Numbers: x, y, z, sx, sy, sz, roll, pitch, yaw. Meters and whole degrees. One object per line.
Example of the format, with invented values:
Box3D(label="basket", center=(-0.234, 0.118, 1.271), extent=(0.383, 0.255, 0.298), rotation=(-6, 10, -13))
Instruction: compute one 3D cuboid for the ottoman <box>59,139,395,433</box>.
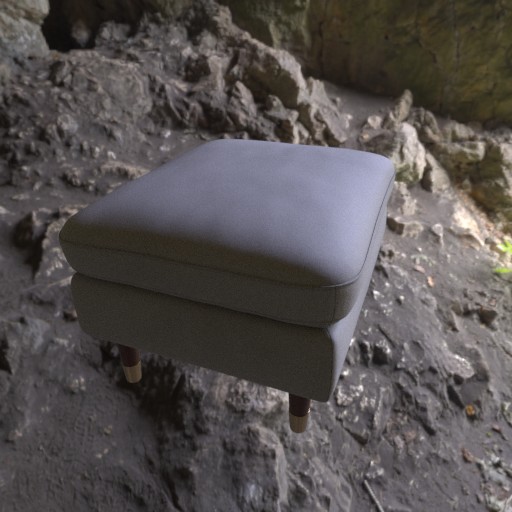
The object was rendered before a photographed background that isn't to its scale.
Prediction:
Box3D(label="ottoman", center=(0.000, 0.000, 1.137), extent=(0.593, 0.478, 0.747), rotation=(10, 31, 18))
